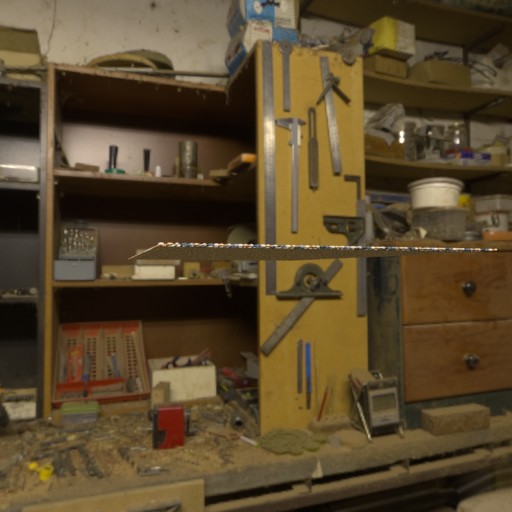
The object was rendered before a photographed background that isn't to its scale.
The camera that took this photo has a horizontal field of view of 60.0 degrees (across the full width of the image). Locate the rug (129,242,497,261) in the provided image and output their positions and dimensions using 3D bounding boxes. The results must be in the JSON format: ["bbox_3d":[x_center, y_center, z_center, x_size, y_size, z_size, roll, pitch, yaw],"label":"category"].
[{"bbox_3d":[0.000,0.000,2.932,1.533,0.010,2.428,1,-2,-19],"label":"rug"}]
